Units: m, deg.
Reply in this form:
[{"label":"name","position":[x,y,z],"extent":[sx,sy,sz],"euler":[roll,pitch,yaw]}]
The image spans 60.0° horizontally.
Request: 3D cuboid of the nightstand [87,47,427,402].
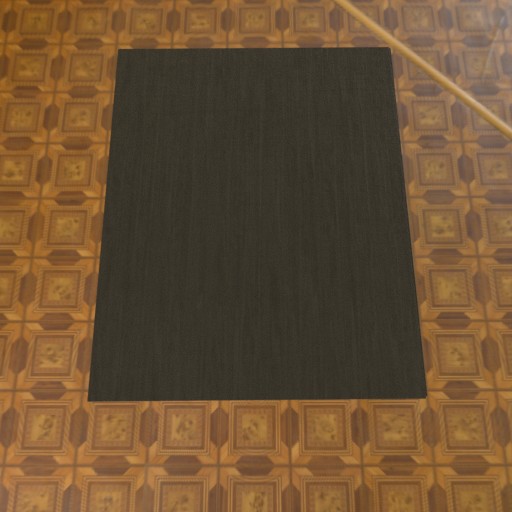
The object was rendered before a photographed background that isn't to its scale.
[{"label":"nightstand","position":[0.000,0.000,0.722],"extent":[0.347,0.448,0.427],"euler":[0,75,0]}]
